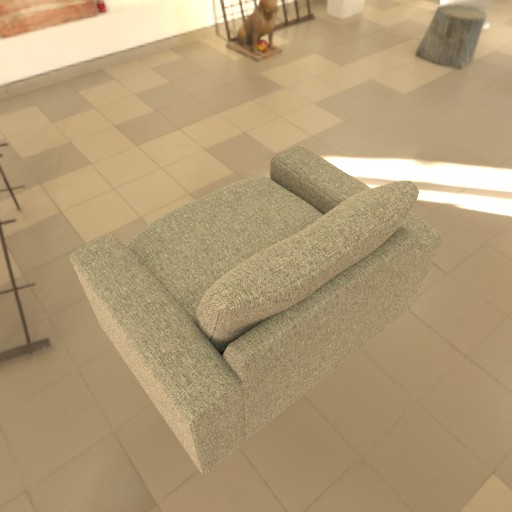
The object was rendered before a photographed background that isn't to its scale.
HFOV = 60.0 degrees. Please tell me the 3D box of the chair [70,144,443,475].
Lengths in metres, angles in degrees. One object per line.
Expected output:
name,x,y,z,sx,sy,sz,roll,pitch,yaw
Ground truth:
chair,0.000,0.000,2.081,1.398,0.915,1.039,-31,54,-25
